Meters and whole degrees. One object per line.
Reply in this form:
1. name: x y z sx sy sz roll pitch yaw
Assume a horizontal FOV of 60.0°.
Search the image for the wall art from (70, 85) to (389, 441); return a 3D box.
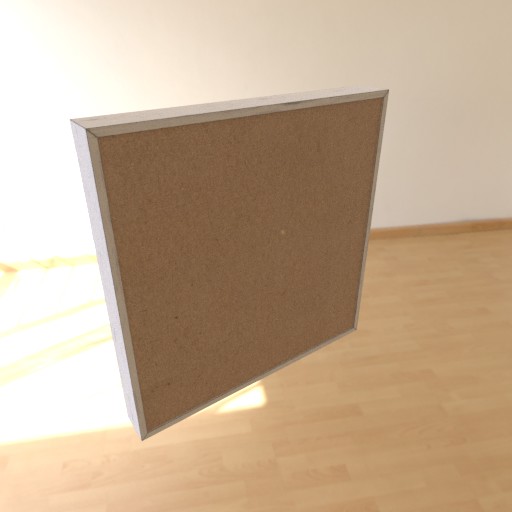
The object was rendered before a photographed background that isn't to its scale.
1. wall art: 0.000 0.000 0.458 0.305 0.305 0.038 -19 34 -31
